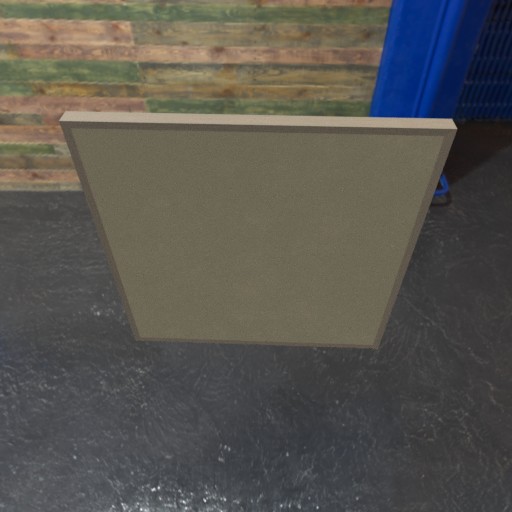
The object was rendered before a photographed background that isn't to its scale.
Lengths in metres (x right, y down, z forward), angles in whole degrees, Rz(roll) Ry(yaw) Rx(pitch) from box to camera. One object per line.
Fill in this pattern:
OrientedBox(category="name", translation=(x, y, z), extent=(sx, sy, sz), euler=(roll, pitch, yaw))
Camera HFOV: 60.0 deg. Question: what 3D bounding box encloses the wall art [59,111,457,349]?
OrientedBox(category="wall art", translation=(0.000, 0.000, 1.132), extent=(0.761, 0.758, 0.038), euler=(2, 46, 2))
